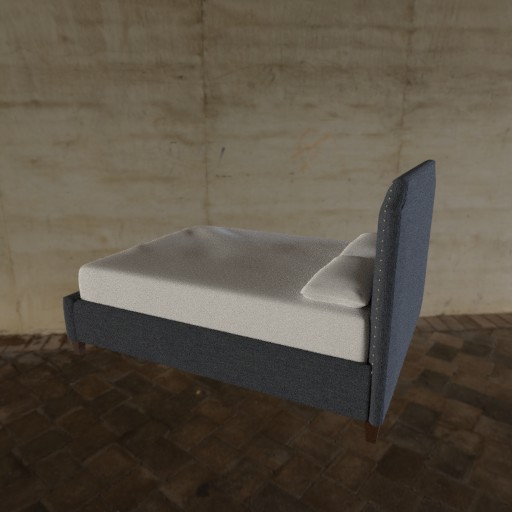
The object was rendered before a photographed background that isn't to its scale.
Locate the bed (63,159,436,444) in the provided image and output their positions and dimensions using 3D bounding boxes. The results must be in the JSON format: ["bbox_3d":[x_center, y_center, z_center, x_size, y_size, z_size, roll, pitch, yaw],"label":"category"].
[{"bbox_3d":[0.000,0.000,3.414,2.372,1.443,1.713,8,18,25],"label":"bed"}]
